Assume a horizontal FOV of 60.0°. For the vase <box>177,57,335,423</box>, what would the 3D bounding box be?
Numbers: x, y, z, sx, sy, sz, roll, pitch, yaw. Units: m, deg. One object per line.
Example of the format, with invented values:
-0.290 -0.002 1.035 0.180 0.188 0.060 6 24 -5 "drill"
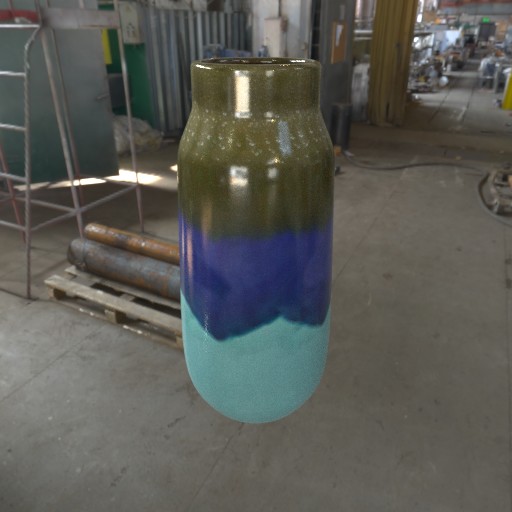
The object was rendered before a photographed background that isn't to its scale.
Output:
0.000 0.000 0.386 0.139 0.313 0.139 0 27 0 "vase"
